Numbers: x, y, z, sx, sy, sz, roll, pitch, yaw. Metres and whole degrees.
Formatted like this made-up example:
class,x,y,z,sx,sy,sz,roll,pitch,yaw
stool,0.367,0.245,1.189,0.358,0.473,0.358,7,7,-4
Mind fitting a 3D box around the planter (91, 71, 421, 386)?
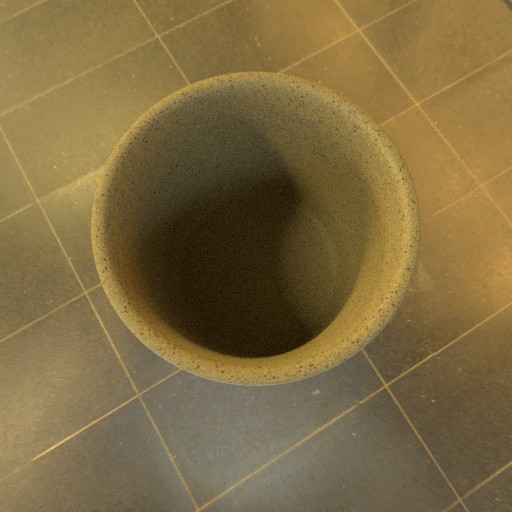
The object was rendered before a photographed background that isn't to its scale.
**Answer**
class,x,y,z,sx,sy,sz,roll,pitch,yaw
planter,0.000,0.000,0.352,0.191,0.199,0.191,0,76,0
